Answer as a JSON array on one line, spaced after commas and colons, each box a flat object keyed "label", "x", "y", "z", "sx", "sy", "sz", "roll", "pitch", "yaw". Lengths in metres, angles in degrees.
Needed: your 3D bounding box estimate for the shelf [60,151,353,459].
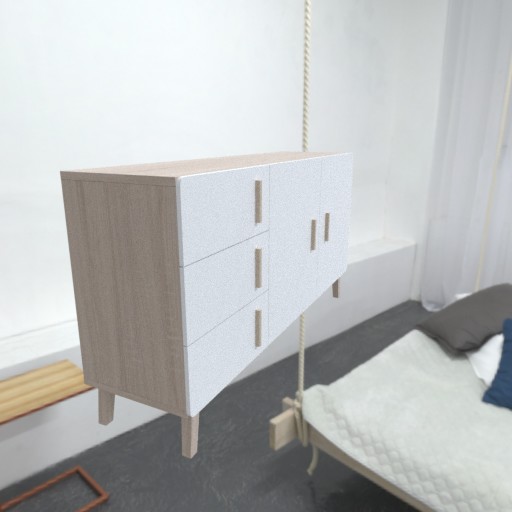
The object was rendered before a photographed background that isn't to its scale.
[{"label": "shelf", "x": 0.000, "y": 0.000, "z": 1.819, "sx": 0.400, "sy": 0.780, "sz": 1.490, "roll": 8, "pitch": 17, "yaw": 26}]
